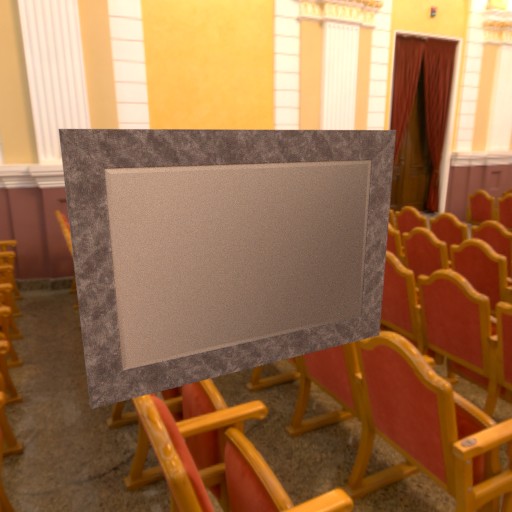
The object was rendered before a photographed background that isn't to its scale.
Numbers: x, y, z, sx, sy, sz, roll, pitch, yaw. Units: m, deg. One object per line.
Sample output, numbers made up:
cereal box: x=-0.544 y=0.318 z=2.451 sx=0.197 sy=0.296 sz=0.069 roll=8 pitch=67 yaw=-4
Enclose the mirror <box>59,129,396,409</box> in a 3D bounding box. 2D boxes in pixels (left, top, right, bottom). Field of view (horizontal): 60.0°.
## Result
mirror: x=0.000 y=0.000 z=1.450 sx=1.101 sy=0.795 sz=0.022 roll=-8 pitch=17 yaw=-26
